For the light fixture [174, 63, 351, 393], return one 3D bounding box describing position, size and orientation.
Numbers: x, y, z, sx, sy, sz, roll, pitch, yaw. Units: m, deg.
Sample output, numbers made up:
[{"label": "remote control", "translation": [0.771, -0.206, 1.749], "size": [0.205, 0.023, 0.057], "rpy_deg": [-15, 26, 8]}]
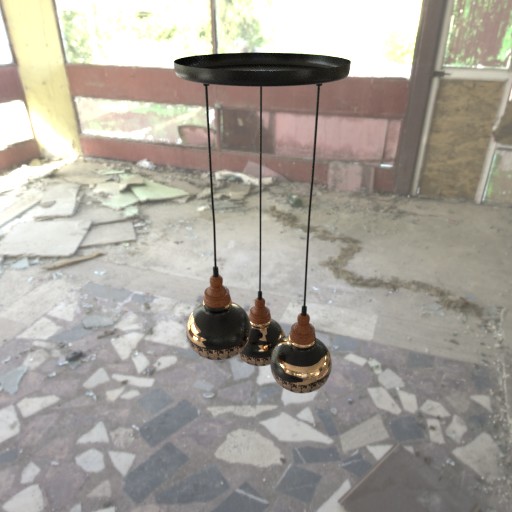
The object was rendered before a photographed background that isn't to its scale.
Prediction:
[{"label": "light fixture", "translation": [0.000, 0.000, 1.740], "size": [0.605, 1.410, 0.608], "rpy_deg": [-18, 34, -29]}]
